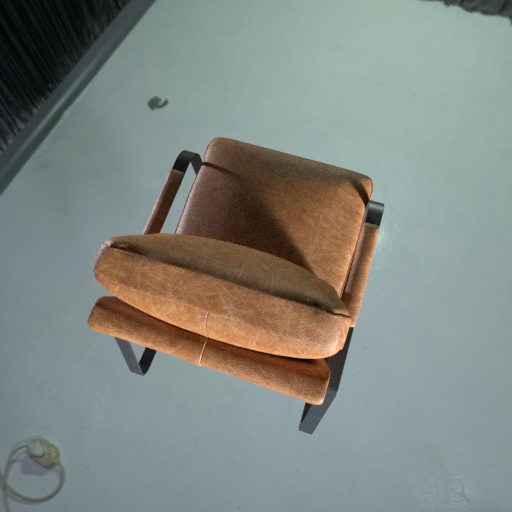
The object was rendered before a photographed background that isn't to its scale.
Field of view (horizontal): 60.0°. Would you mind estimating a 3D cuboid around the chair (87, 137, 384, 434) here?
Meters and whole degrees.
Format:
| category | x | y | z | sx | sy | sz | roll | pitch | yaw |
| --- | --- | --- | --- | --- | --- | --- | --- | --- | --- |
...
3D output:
| category | x | y | z | sx | sy | sz | roll | pitch | yaw |
| --- | --- | --- | --- | --- | --- | --- | --- | --- | --- |
| chair | 0.000 | 0.000 | 1.342 | 0.651 | 0.777 | 0.801 | 17 | 66 | 8 |
